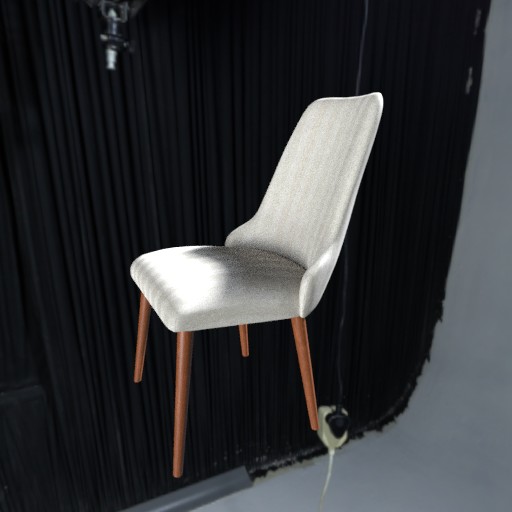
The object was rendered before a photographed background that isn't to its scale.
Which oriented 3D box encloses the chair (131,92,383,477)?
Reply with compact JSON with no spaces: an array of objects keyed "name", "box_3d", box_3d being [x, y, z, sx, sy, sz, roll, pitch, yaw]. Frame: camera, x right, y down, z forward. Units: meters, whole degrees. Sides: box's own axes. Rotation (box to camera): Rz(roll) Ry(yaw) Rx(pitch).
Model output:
[{"name":"chair","box_3d":[0.000,0.000,1.314,0.684,0.917,0.526,-8,17,-25]}]
